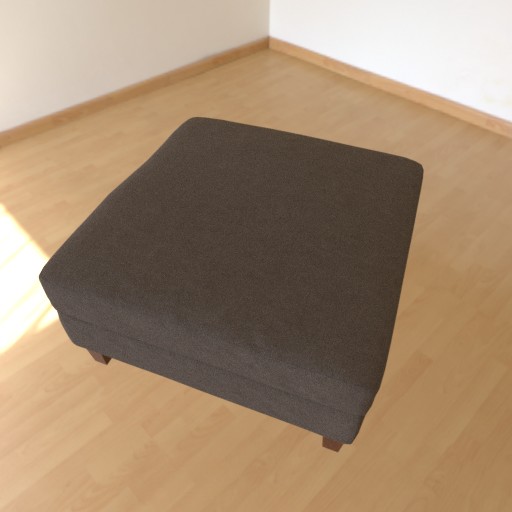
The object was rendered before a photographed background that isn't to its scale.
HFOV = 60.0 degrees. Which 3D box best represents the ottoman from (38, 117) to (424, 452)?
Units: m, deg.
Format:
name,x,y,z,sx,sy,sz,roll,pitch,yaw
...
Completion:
name,x,y,z,sx,sy,sz,roll,pitch,yaw
ottoman,0.000,0.000,1.390,0.861,0.482,0.881,15,48,14
